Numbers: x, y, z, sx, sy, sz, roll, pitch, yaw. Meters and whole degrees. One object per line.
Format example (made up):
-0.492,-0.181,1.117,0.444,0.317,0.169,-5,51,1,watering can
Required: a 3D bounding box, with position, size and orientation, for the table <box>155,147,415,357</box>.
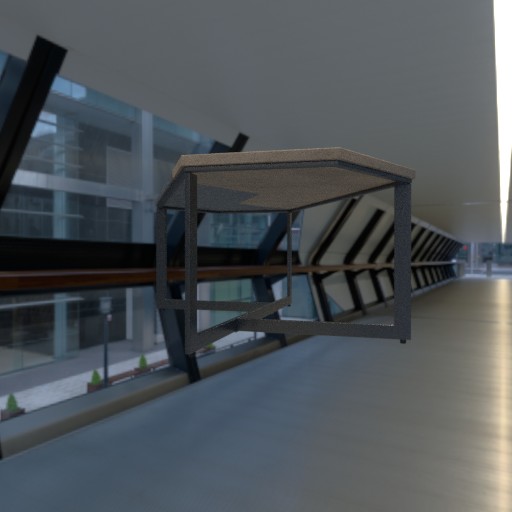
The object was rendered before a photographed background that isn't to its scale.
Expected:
0.000,0.000,1.501,0.609,0.457,1.219,0,0,-16,table
